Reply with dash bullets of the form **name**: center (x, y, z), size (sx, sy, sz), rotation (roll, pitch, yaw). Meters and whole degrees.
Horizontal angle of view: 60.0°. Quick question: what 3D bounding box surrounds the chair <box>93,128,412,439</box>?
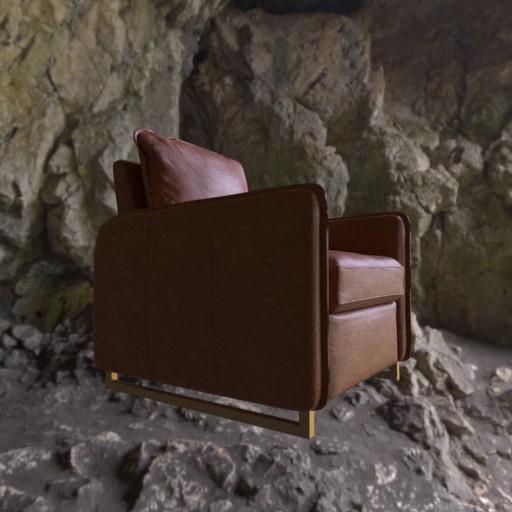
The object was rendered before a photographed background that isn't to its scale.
- **chair**: center (0.000, 0.000, 1.616), size (0.922, 0.922, 0.830), rotation (-1, -2, 35)
